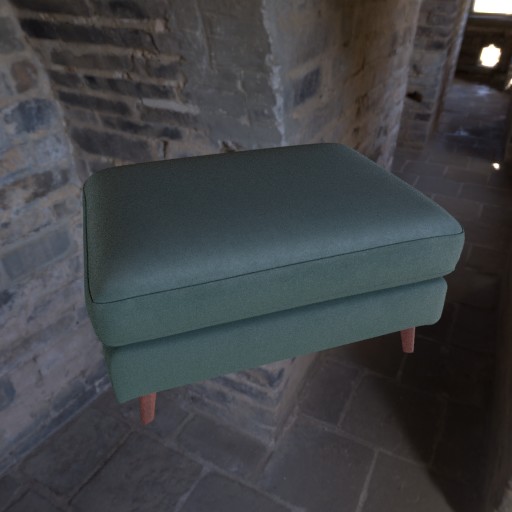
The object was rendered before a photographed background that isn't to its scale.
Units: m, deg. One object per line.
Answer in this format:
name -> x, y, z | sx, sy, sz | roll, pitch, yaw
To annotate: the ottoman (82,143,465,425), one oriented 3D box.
ottoman -> 0.000, 0.000, 1.159 | 0.811, 0.449, 0.608 | -10, 34, -16
